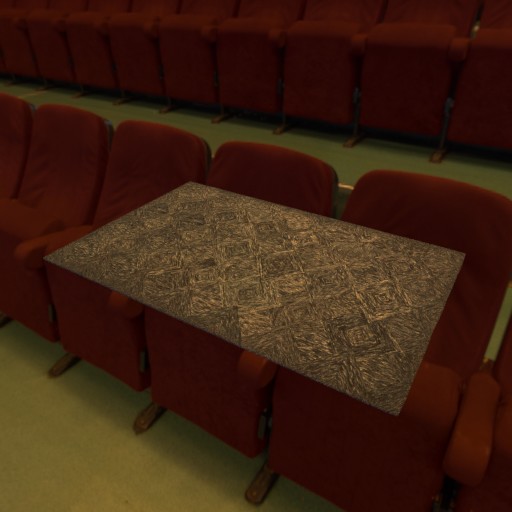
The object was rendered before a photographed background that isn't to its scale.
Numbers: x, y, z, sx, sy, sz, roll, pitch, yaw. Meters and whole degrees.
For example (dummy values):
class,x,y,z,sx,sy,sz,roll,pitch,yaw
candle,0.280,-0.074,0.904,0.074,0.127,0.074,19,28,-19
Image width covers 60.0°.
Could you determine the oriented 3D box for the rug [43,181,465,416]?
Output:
class,x,y,z,sx,sy,sz,roll,pitch,yaw
rug,0.000,0.000,2.182,1.754,0.010,1.139,18,36,27
